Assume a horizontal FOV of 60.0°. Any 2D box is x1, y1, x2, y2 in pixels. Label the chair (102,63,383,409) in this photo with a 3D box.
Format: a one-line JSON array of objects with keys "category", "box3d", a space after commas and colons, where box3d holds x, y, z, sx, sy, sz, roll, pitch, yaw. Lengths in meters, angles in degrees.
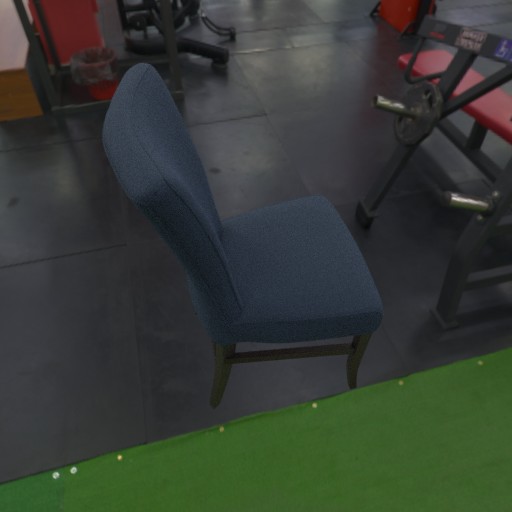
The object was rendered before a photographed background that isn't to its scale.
[{"category": "chair", "box3d": [0.000, 0.000, 1.311, 0.660, 0.991, 0.520, -9, 48, -8]}]
